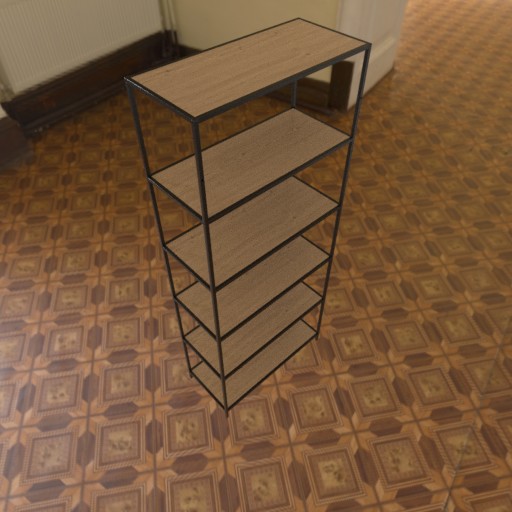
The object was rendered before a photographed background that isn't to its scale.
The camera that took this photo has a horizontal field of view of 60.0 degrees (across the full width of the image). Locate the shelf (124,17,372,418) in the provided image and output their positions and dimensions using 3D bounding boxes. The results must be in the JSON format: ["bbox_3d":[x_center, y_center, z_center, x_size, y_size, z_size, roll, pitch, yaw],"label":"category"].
[{"bbox_3d":[0.000,0.000,2.109,0.770,1.850,0.350,-34,55,-28],"label":"shelf"}]
